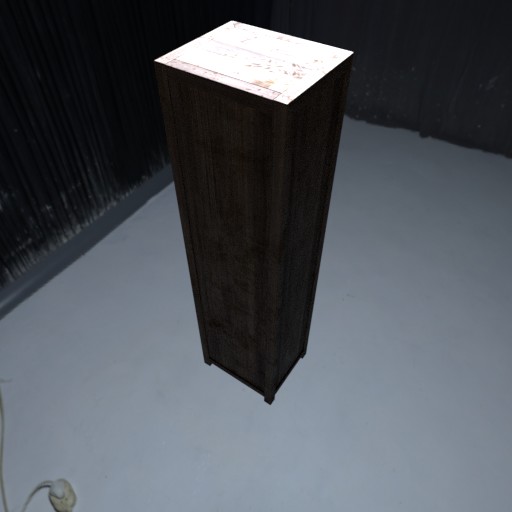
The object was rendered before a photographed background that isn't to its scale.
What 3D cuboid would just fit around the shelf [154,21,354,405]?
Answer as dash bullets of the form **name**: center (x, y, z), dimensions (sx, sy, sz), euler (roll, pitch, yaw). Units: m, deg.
- **shelf**: center (0.000, 0.000, 2.131), dimensions (0.500, 1.900, 0.428), euler (27, 52, 23)
